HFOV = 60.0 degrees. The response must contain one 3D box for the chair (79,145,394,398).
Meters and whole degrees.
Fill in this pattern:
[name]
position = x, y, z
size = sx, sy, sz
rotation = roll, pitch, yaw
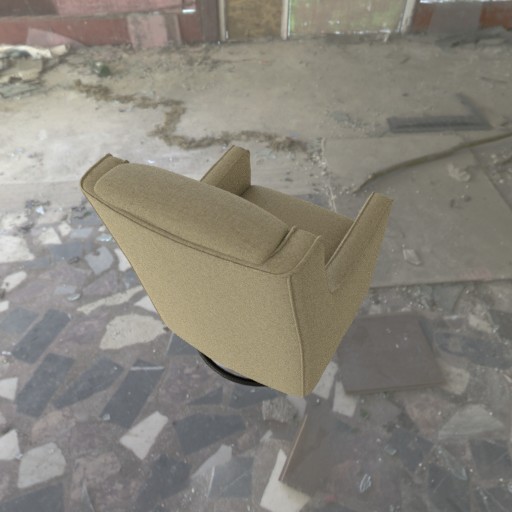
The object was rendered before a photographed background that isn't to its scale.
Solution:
[chair]
position = 0.000, 0.000, 1.645
size = 0.732, 0.993, 0.879
rotation = 23, 50, 21
